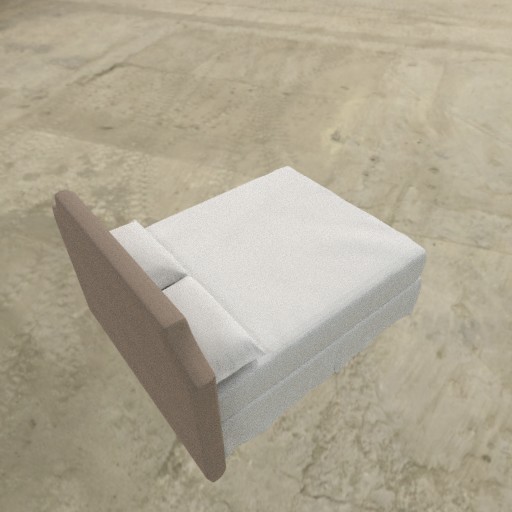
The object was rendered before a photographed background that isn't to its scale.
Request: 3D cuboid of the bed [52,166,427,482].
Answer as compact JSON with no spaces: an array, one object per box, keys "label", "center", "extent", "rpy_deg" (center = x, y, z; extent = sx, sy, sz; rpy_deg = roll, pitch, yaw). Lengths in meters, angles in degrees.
[{"label":"bed","center":[0.000,0.000,3.290],"extent":[2.164,1.303,1.828],"rpy_deg":[-28,50,-28]}]
